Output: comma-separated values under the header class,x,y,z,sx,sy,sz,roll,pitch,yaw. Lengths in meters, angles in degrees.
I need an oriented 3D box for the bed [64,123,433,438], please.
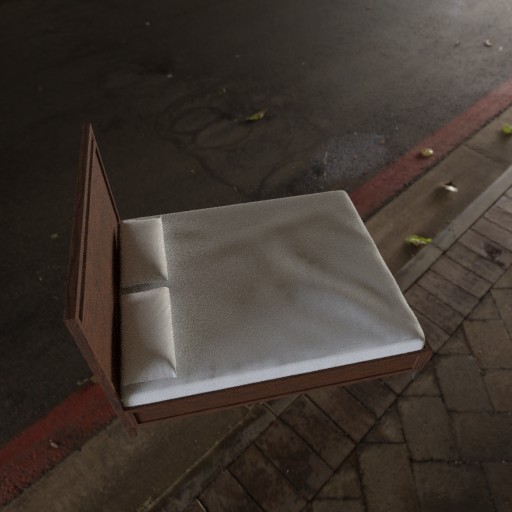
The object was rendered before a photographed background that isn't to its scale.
class,x,y,z,sx,sy,sz,roll,pitch,yaw
bed,0.000,0.000,3.365,2.218,1.487,1.765,-9,48,-8
